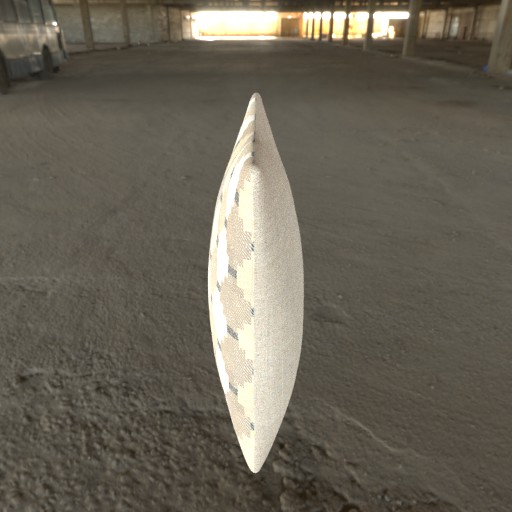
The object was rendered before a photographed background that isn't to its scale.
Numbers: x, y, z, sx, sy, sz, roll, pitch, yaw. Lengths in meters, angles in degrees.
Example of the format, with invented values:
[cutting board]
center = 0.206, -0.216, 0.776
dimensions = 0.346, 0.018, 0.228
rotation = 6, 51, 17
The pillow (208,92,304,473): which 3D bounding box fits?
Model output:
[pillow]
center = 0.000, 0.000, 0.896
dimensions = 0.192, 0.558, 0.578
rotation = 0, 27, 0
